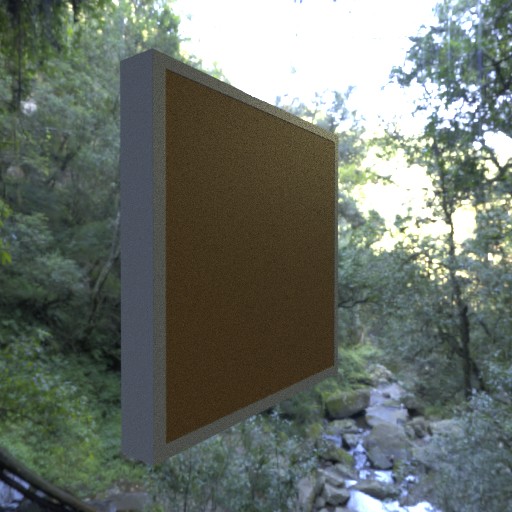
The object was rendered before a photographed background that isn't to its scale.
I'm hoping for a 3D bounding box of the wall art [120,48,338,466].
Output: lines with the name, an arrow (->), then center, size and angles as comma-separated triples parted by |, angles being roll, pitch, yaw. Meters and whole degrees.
wall art -> 0.000, 0.000, 0.457 | 0.038, 0.305, 0.305 | 1, 1, 36
